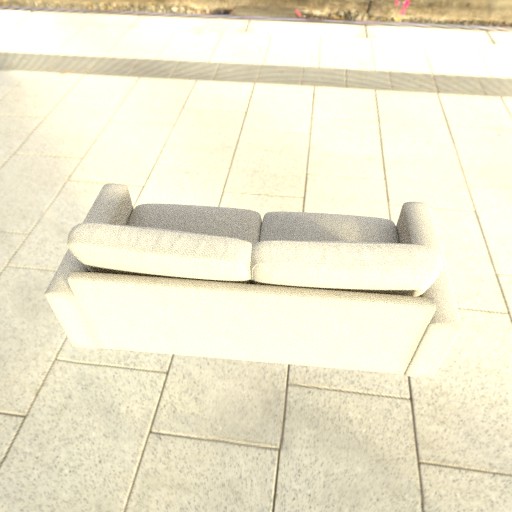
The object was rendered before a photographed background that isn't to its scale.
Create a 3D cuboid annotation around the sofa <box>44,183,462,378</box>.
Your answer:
[{"bbox_3d":[0.000,0.000,2.715,2.179,0.873,1.016,4,46,4],"label":"sofa"}]
